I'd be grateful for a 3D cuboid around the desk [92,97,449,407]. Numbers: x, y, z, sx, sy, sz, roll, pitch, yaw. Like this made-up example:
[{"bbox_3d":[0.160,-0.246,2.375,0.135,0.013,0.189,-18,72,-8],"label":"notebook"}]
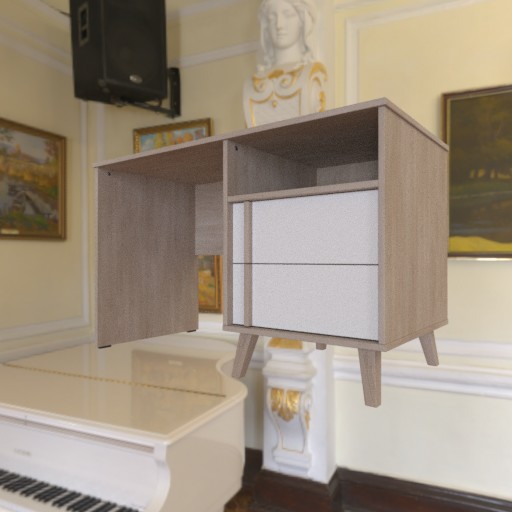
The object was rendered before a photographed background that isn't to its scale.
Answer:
[{"bbox_3d":[0.000,0.000,1.697,1.251,0.770,0.600,0,0,37],"label":"desk"}]
